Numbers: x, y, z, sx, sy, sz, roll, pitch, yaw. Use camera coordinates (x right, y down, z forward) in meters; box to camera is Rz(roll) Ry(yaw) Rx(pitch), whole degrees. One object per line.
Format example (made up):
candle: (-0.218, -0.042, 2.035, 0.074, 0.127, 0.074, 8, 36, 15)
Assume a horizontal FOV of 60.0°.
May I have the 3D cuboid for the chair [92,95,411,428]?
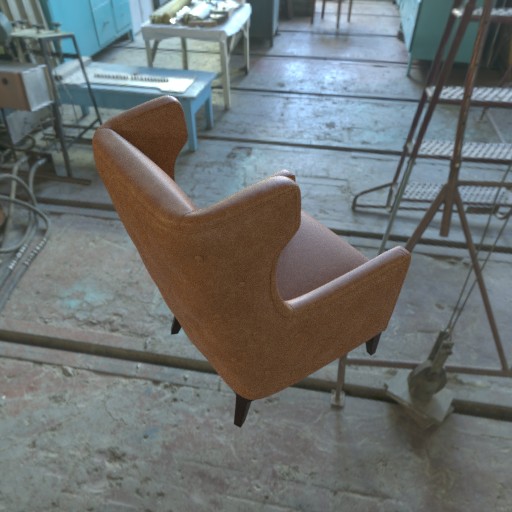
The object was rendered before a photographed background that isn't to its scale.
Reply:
chair: (0.000, 0.000, 1.678, 0.899, 1.079, 0.766, -25, 47, -25)
